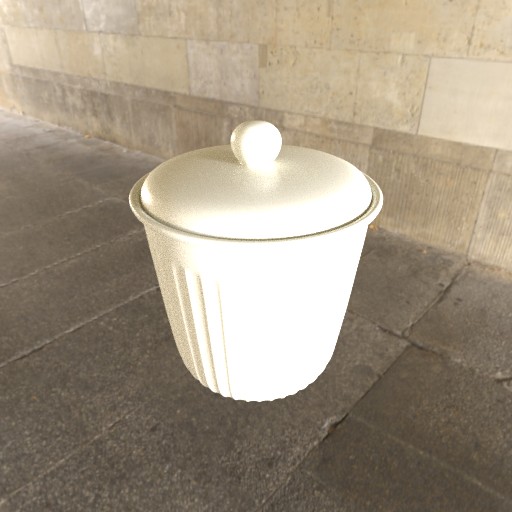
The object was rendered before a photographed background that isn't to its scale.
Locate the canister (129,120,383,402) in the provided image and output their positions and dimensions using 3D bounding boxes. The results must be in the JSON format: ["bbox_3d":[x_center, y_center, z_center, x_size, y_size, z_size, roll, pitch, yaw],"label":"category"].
[{"bbox_3d":[0.000,0.000,0.354,0.181,0.211,0.181,0,30,0],"label":"canister"}]
